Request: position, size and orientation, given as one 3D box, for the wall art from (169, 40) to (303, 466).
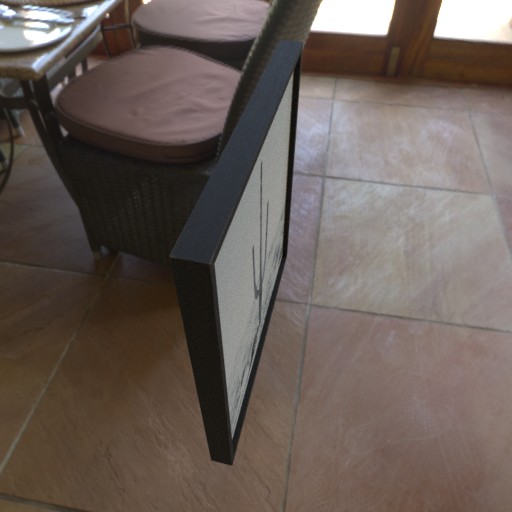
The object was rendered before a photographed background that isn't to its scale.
[{"bbox_3d":[0.000,0.000,0.744,0.038,0.508,0.508,10,47,9],"label":"wall art"}]
